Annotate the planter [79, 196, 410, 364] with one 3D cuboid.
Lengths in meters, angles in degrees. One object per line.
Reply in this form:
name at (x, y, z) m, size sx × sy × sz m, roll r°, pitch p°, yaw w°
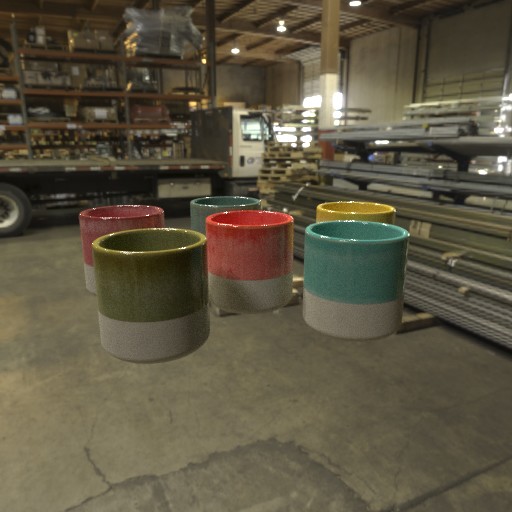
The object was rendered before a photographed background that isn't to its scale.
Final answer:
planter at (0.000, 0.000, 0.399) m, size 0.286 × 0.075 × 0.257 m, roll -7°, pitch 17°, yaw -26°
